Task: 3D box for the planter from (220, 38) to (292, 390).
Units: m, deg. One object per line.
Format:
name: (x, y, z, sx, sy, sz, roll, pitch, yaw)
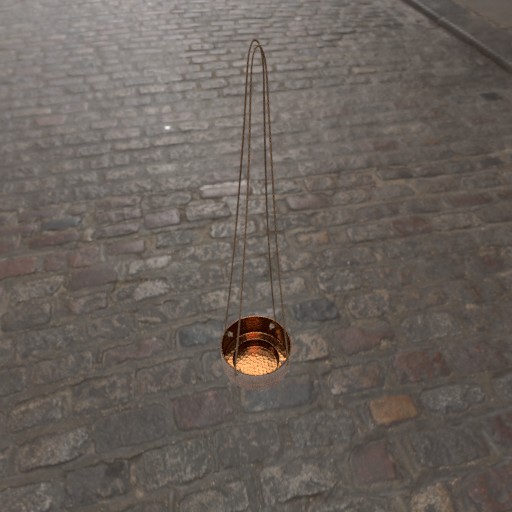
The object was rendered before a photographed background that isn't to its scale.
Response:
planter: (0.000, 0.000, 1.109, 0.223, 1.030, 0.223, -9, 46, -9)
